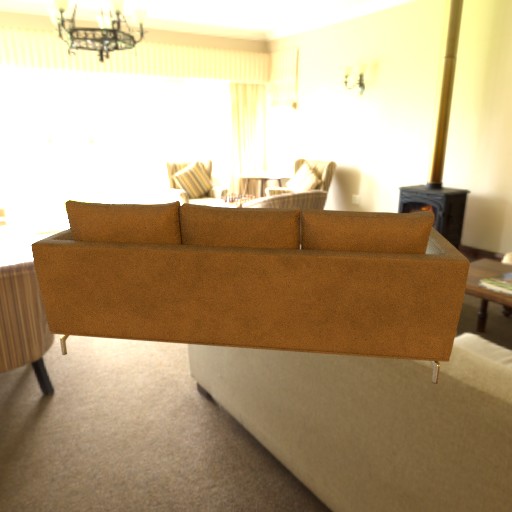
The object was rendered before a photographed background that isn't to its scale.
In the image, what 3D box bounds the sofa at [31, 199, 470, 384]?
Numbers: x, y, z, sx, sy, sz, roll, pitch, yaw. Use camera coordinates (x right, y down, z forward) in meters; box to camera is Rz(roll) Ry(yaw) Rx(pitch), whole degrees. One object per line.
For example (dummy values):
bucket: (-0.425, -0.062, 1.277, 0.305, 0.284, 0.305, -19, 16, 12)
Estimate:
sofa: (0.000, 0.000, 3.243, 2.438, 0.987, 1.622, 2, 16, 8)
